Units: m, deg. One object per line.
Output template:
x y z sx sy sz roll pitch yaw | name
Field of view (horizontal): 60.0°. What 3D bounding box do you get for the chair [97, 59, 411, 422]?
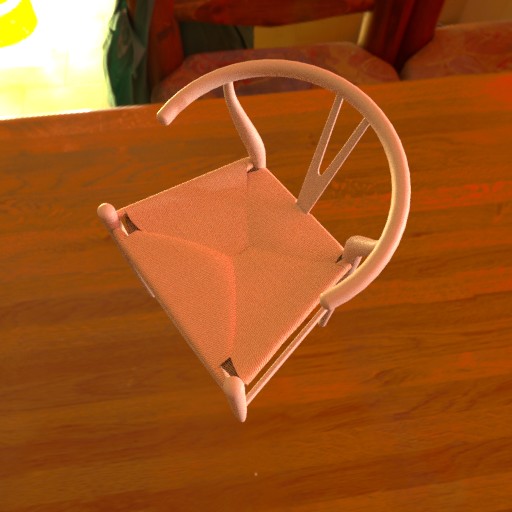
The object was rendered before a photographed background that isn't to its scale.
0.000 0.000 1.061 0.500 0.736 0.533 -35 69 -16 | chair
